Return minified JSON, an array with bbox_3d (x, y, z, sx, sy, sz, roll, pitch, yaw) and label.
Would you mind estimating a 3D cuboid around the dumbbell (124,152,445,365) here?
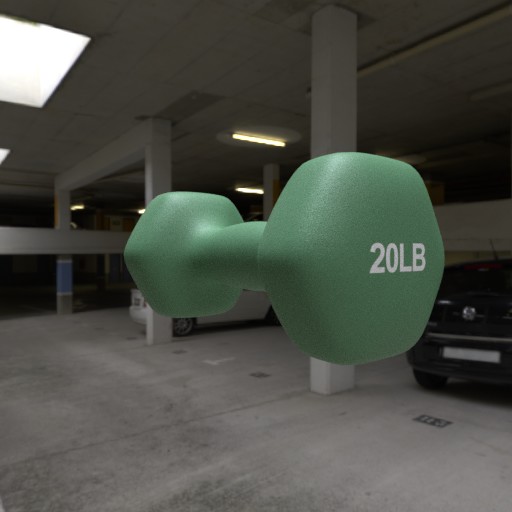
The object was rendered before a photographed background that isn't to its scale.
[{"bbox_3d":[0.000,0.000,0.333,0.126,0.114,0.257,-1,1,-36],"label":"dumbbell"}]
